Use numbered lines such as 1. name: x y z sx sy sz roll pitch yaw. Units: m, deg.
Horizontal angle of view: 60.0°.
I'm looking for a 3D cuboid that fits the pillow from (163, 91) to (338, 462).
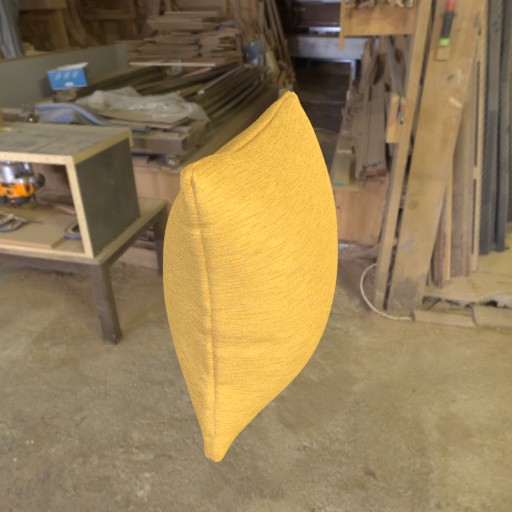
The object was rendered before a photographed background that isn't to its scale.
1. pillow: 0.000 0.000 0.681 0.247 0.417 0.435 8 31 14
